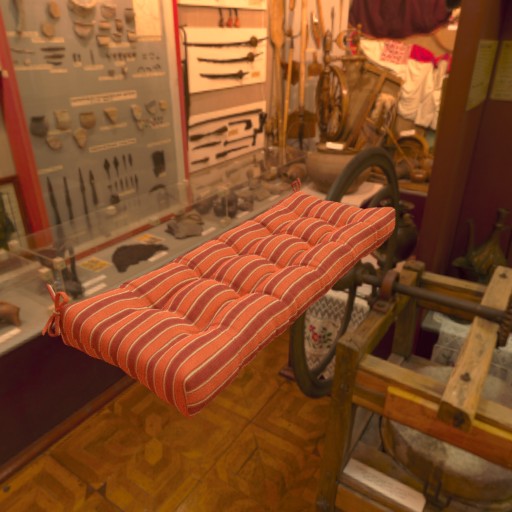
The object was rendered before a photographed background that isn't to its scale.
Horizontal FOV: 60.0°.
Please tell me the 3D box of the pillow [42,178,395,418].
[{"bbox_3d":[0.000,0.000,1.371,0.511,0.174,1.194,18,31,31],"label":"pillow"}]
